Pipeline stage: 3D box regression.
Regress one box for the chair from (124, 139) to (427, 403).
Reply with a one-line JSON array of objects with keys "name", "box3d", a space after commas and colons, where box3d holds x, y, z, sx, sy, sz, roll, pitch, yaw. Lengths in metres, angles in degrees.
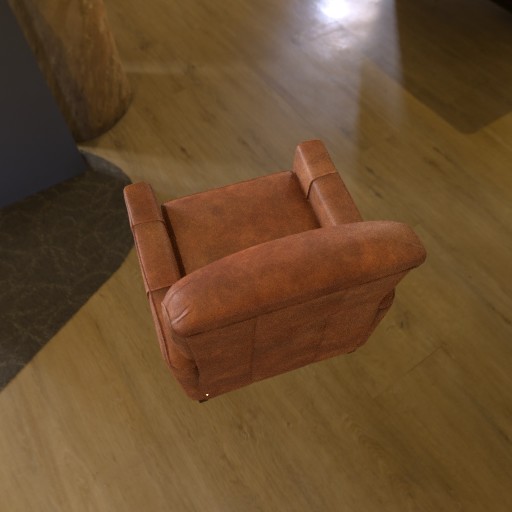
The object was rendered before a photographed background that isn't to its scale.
[{"name": "chair", "box3d": [0.000, 0.000, 1.691, 0.843, 1.043, 0.836, -16, 61, -9]}]
